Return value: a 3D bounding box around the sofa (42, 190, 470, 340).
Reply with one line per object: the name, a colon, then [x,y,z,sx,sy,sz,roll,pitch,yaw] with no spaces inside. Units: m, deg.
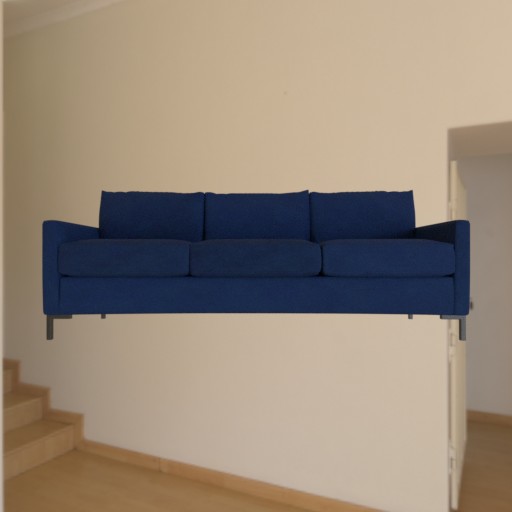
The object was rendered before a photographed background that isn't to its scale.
sofa: [0.000,0.000,2.698,2.252,0.879,0.875,0,0,0]
